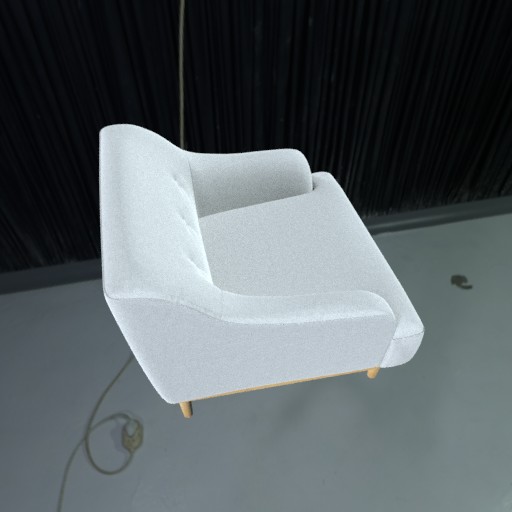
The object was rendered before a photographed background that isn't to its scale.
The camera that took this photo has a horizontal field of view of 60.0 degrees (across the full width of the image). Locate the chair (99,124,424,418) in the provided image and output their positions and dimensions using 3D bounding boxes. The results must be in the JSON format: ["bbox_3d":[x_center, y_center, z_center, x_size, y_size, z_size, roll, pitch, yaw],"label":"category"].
[{"bbox_3d":[0.000,0.000,1.668,0.951,0.818,0.946,-10,48,-10],"label":"chair"}]
